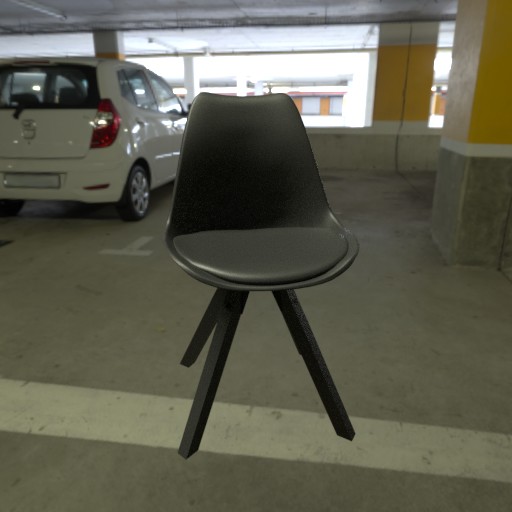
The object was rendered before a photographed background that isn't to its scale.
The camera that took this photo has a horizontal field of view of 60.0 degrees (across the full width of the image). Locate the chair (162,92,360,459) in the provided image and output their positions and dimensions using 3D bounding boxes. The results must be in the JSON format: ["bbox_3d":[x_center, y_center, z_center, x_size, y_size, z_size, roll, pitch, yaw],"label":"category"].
[{"bbox_3d":[0.000,0.000,1.198,0.485,0.850,0.550,-3,18,-8],"label":"chair"}]
